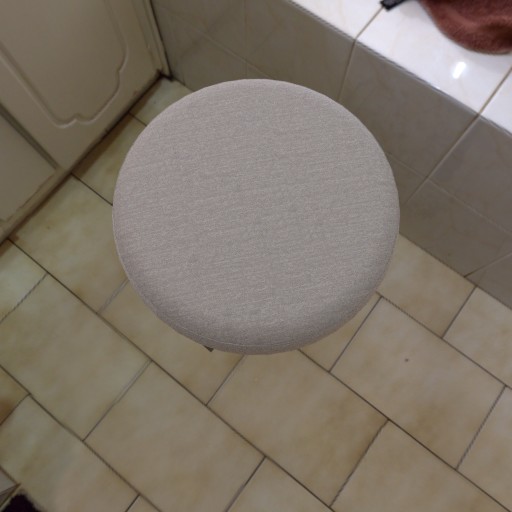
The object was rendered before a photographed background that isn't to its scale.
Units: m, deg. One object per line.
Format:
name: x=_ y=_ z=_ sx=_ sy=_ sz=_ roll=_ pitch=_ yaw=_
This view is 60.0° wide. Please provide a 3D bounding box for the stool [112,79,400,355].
stool: x=0.000 y=0.000 z=0.952 sx=0.443 sy=0.672 sz=0.443 roll=0 pitch=74 yaw=0
